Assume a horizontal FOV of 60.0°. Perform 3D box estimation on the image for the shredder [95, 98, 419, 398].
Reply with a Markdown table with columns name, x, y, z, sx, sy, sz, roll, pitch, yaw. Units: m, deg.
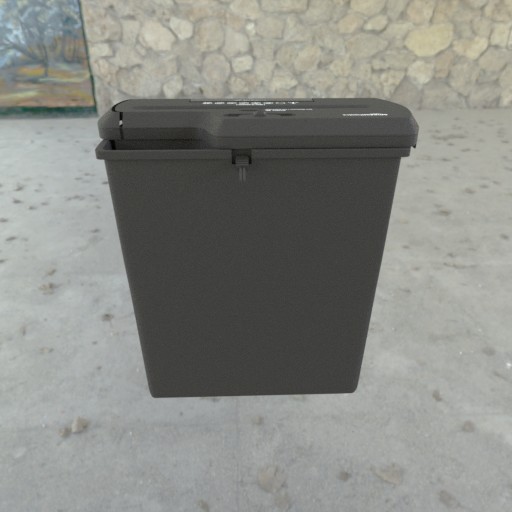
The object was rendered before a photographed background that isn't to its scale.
| name | x | y | z | sx | sy | sz | roll | pitch | yaw |
| --- | --- | --- | --- | --- | --- | --- | --- | --- | --- |
| shredder | 0.000 | 0.000 | 0.509 | 0.320 | 0.335 | 0.170 | -1 | 28 | -2 |
